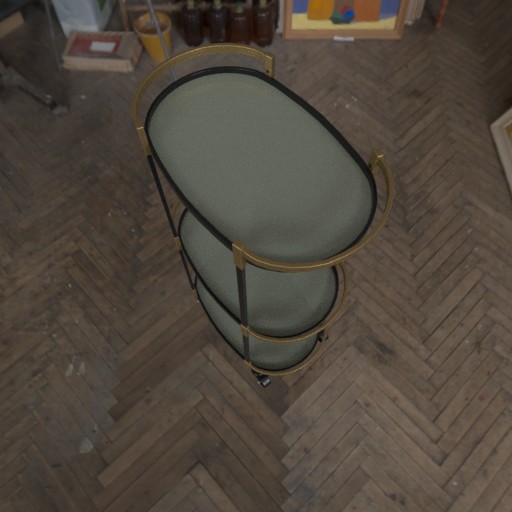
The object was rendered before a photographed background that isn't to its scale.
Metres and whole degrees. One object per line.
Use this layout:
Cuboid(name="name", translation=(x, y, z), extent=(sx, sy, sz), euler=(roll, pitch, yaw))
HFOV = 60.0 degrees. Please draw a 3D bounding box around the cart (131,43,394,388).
Cuboid(name="cart", translation=(0.000, 0.000, 1.141), extent=(0.311, 0.885, 0.515), euler=(-34, 68, -16))
